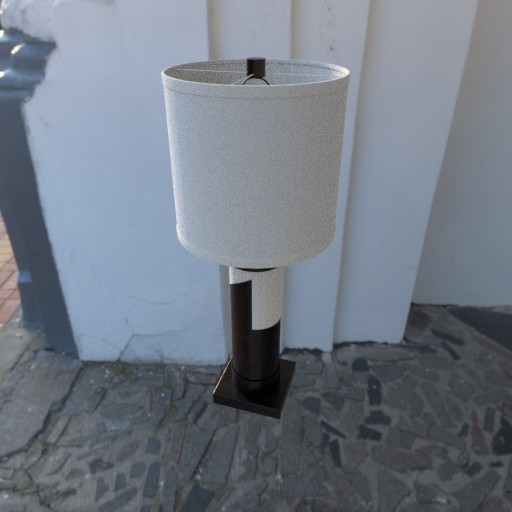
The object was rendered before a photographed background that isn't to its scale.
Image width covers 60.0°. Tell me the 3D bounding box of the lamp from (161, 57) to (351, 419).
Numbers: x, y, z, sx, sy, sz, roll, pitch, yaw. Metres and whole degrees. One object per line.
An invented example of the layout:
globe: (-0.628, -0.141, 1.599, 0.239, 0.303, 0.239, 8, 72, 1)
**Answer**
lamp: (0.000, 0.000, 0.622, 0.211, 0.509, 0.211, 9, 31, 15)
